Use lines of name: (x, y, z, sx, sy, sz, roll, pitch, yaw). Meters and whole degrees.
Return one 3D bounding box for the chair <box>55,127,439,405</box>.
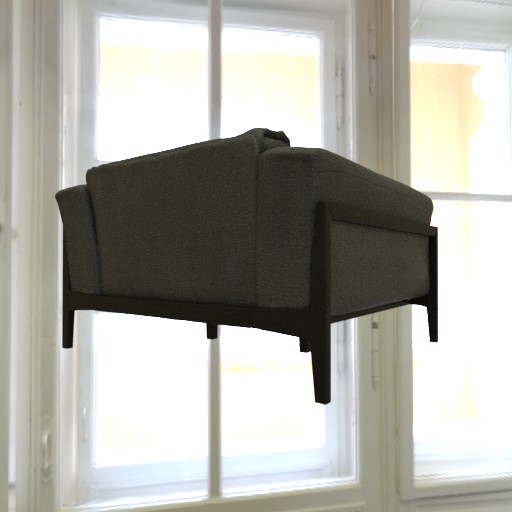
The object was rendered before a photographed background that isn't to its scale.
chair: (0.000, 0.000, 1.609, 1.056, 0.646, 0.969, 0, -1, 37)
